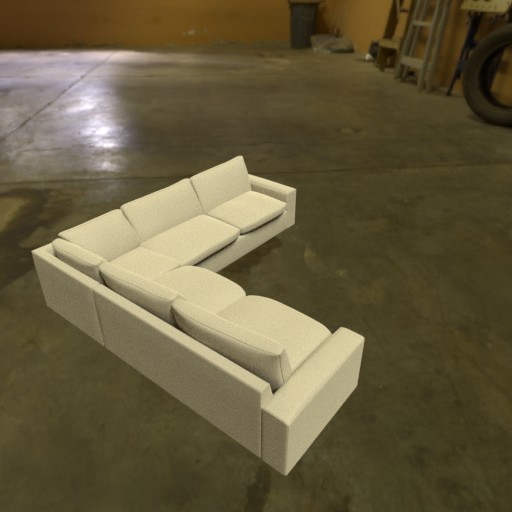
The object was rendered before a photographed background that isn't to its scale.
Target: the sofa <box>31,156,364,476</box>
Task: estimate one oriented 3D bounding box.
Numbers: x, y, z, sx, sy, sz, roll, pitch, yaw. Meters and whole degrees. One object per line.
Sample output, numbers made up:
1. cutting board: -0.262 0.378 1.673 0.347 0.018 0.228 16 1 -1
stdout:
1. sofa: 0.000 0.000 4.677 3.066 0.918 3.206 22 37 32
